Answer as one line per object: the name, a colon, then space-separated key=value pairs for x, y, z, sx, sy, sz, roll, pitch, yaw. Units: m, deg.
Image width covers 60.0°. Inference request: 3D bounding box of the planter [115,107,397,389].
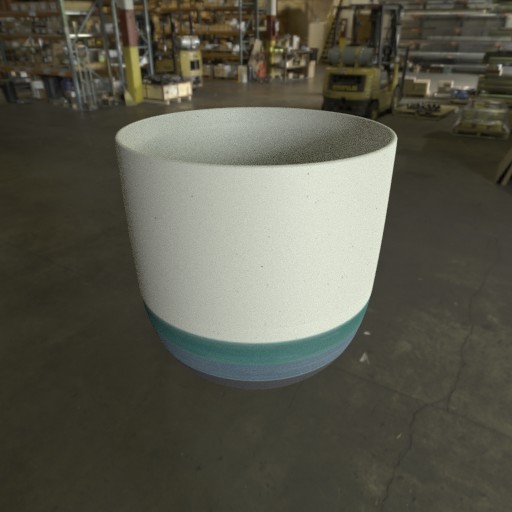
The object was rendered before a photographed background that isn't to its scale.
planter: x=0.000 y=0.000 z=0.380 sx=0.204 sy=0.214 sz=0.204 roll=0 pitch=27 yaw=0
